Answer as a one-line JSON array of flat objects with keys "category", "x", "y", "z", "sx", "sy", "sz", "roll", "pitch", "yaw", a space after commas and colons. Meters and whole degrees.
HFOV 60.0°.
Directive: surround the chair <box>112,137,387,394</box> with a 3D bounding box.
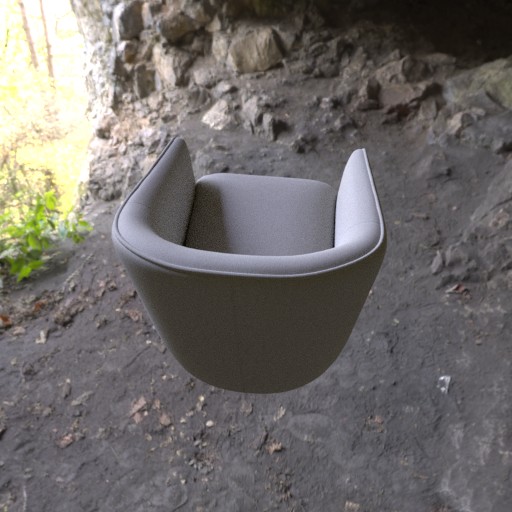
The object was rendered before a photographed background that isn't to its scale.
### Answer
[{"category": "chair", "x": 0.000, "y": 0.000, "z": 1.465, "sx": 0.747, "sy": 0.799, "sz": 0.875, "roll": 5, "pitch": 47, "yaw": 4}]
